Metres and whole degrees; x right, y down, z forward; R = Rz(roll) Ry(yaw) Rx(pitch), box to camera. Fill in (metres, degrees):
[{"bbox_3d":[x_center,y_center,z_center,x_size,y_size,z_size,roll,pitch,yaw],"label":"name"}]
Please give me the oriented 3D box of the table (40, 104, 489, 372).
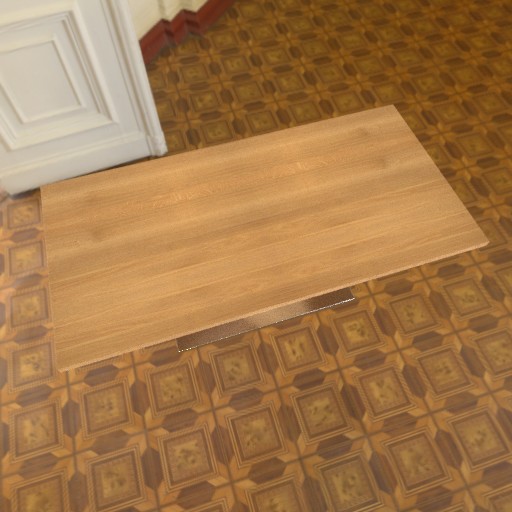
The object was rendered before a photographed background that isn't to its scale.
[{"bbox_3d":[0.000,0.000,2.287,1.800,0.750,0.900,-15,60,-9],"label":"table"}]
